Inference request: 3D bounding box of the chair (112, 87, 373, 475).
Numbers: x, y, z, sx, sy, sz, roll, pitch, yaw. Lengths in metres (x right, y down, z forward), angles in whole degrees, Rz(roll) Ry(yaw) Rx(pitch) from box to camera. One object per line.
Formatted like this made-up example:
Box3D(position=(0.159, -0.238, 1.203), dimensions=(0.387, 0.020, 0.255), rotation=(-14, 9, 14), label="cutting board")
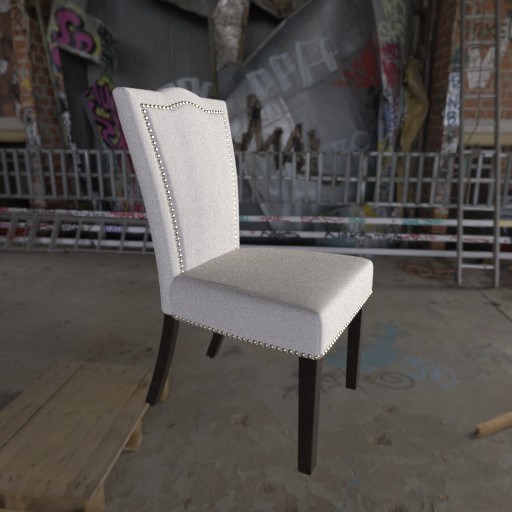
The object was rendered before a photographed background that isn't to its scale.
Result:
Box3D(position=(0.000, 0.000, 1.291), dimensions=(0.589, 0.946, 0.518), rotation=(7, 17, 26), label="chair")
